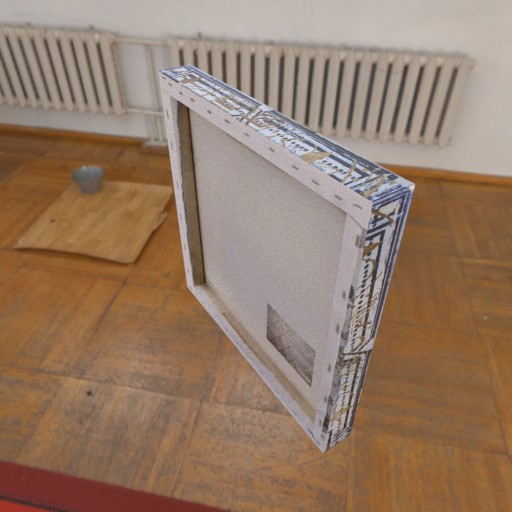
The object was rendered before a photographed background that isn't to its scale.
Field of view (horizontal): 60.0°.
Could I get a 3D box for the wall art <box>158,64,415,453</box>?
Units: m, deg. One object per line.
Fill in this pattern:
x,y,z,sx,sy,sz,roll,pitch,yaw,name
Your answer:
0.000,0.000,0.464,0.038,0.306,0.302,-23,45,-26,wall art
